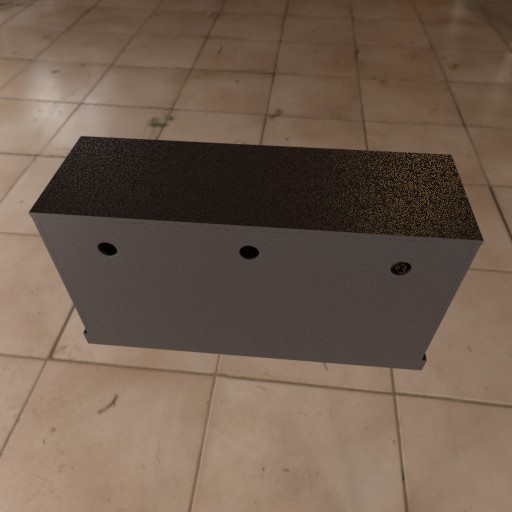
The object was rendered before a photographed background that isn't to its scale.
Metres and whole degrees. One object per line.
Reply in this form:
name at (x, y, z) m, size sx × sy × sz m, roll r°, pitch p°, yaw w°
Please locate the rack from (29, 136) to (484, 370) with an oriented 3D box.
rack at (0.000, 0.000, 1.505) m, size 1.206 × 0.635 × 0.399 m, roll 4°, pitch 46°, yaw 4°
